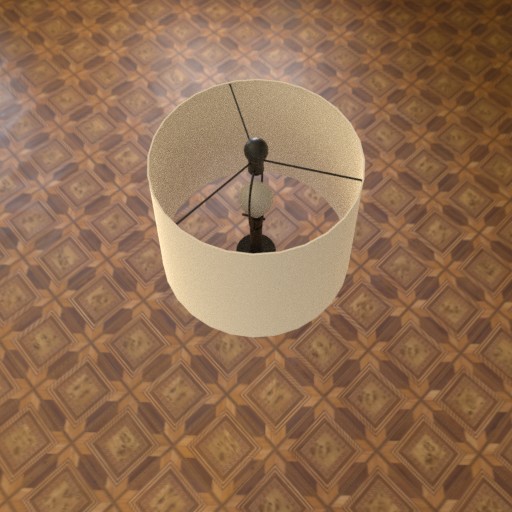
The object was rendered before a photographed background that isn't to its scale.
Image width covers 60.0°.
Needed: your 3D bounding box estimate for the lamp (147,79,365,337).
[{"bbox_3d":[0.000,0.000,0.866,0.349,0.667,0.349,0,64,0],"label":"lamp"}]
